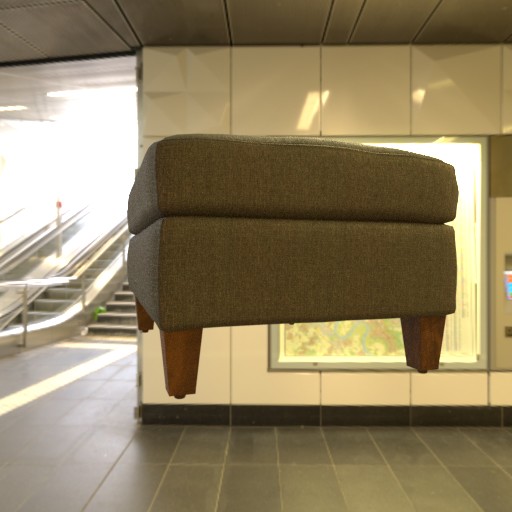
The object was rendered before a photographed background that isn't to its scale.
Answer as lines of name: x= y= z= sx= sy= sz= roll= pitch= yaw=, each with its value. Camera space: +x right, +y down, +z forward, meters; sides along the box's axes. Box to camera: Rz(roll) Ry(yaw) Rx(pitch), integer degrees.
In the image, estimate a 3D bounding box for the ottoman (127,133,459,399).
ottoman: x=0.000 y=0.000 z=1.188 sx=0.639 sy=0.496 sz=0.826 roll=0 pitch=0 yaw=-19
